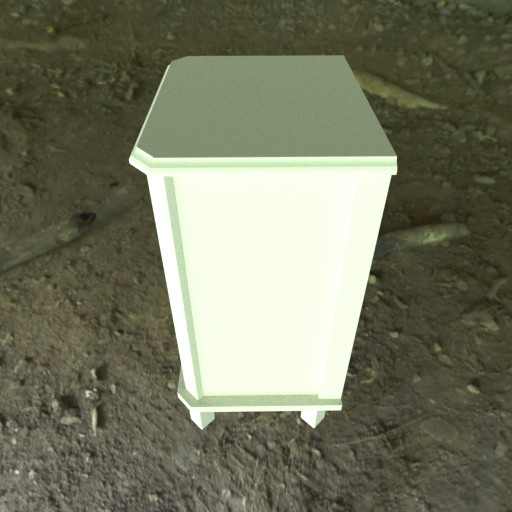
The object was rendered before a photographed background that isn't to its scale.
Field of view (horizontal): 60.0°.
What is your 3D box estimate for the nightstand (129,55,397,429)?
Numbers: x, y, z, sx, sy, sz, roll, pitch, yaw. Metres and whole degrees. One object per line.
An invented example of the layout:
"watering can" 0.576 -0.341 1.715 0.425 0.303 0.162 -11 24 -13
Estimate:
"nightstand" 0.000 0.000 0.934 0.351 0.681 0.435 -1 41 -1
